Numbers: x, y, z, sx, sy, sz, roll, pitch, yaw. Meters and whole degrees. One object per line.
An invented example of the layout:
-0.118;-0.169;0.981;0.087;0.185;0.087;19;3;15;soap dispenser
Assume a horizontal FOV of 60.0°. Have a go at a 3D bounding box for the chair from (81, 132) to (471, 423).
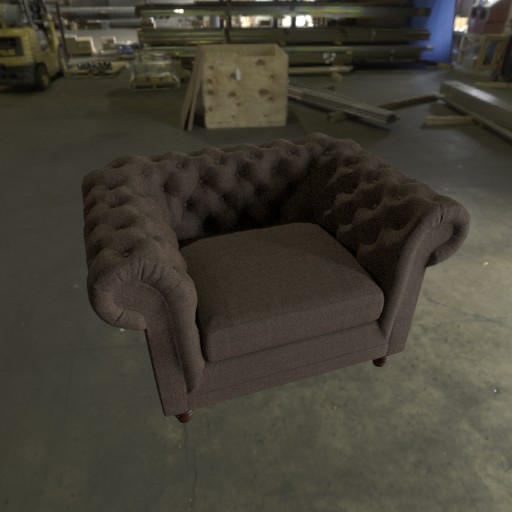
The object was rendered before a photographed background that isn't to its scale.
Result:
0.000;0.000;1.882;1.298;0.780;0.945;-11;33;-16;chair
